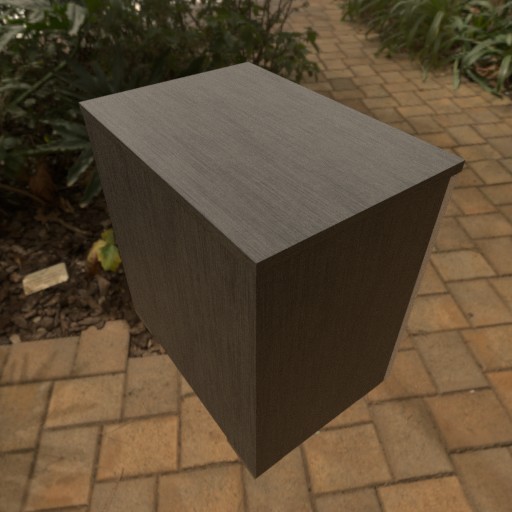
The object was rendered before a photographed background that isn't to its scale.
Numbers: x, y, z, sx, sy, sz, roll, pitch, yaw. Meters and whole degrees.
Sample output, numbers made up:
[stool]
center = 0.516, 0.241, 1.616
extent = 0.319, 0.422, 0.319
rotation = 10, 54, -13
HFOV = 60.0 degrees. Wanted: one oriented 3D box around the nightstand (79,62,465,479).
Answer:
[nightstand]
center = 0.000, 0.000, 0.745
extent = 0.325, 0.460, 0.441
rotation = -26, 47, -27
